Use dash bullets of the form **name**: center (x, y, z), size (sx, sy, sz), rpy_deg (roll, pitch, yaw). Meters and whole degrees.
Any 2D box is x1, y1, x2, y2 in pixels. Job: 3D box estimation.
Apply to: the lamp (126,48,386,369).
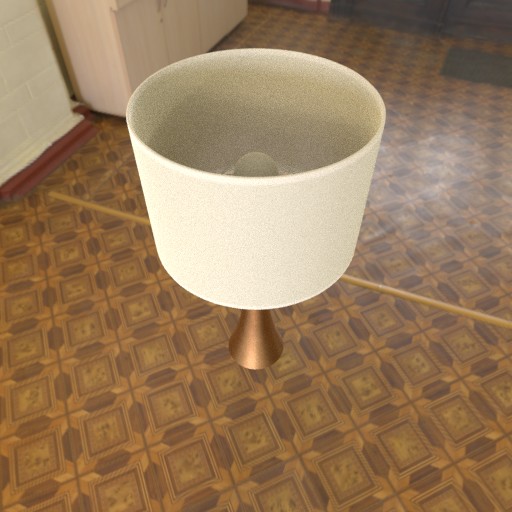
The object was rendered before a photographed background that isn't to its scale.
- **lamp**: center (0.000, 0.000, 0.640), size (0.268, 0.479, 0.268), rpy_deg (-18, 50, -16)
